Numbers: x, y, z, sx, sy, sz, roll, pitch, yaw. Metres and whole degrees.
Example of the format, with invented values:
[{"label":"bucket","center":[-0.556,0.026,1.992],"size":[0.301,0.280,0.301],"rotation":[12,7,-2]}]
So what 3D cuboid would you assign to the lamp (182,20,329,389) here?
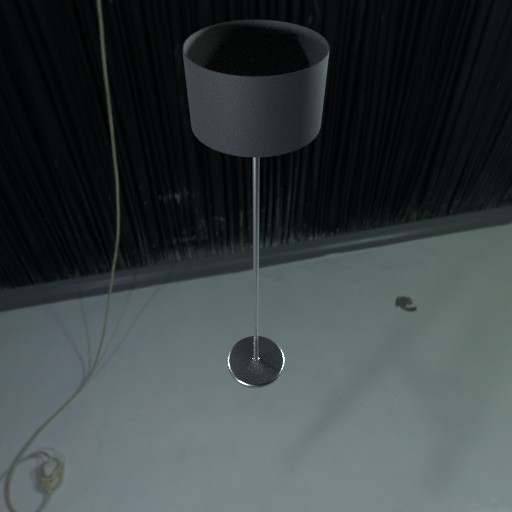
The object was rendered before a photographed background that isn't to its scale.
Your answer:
[{"label":"lamp","center":[0.000,0.000,1.573],"size":[0.348,1.443,0.348],"rotation":[-12,47,-11]}]
